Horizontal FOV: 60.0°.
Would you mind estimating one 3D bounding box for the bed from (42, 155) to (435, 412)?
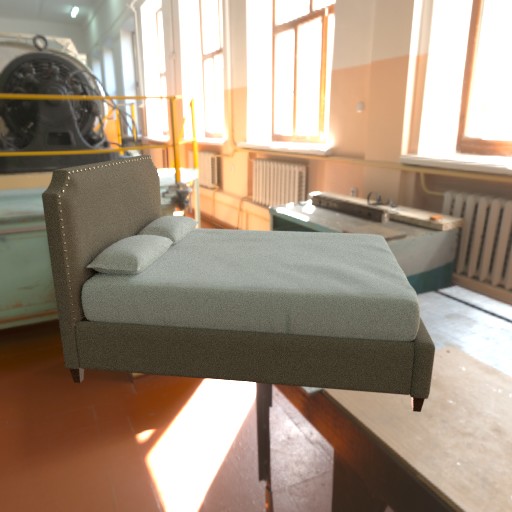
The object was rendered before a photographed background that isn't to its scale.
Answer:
[{"bbox_3d":[0.000,0.000,3.426,2.329,1.415,1.703,2,17,8],"label":"bed"}]
